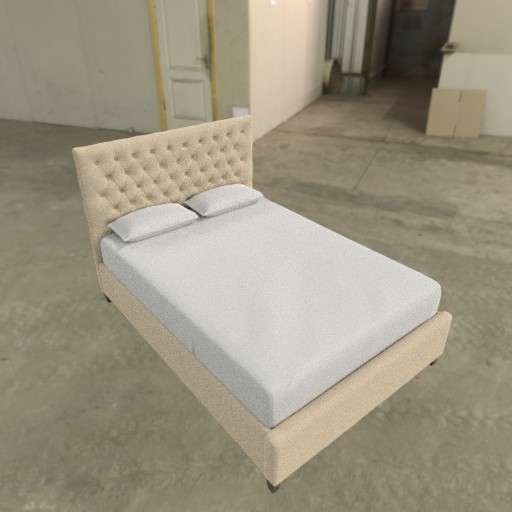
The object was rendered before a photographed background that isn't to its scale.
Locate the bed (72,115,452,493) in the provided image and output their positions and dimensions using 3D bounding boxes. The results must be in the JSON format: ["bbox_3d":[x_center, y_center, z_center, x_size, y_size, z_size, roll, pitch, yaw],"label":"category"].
[{"bbox_3d":[0.000,0.000,3.340,1.698,1.427,2.387,-22,38,-33],"label":"bed"}]
